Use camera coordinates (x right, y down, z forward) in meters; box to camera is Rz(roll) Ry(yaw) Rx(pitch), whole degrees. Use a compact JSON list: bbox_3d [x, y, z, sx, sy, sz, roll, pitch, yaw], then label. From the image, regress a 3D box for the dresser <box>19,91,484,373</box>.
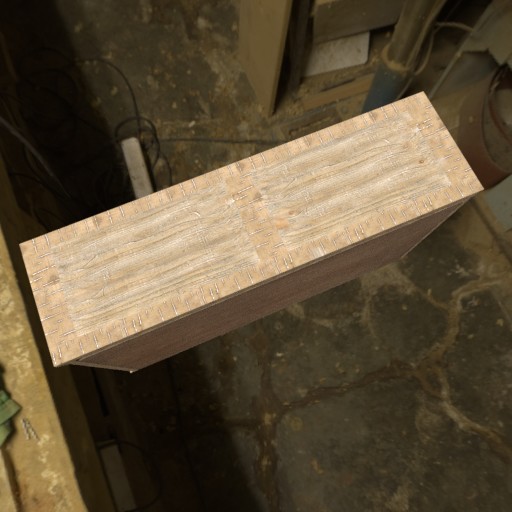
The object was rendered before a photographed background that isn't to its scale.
[{"bbox_3d":[0.000,0.000,2.084,1.626,1.016,0.457,-22,75,-6],"label":"dresser"}]
